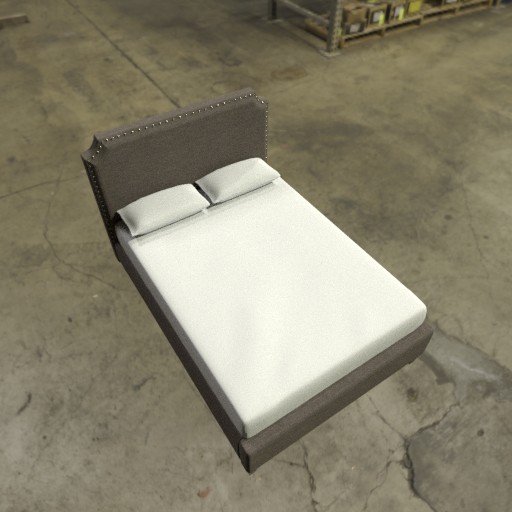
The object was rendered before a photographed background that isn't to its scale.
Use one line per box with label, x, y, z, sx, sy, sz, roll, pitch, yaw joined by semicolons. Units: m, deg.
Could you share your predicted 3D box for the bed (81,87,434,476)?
bed;0.000;0.000;3.515;1.713;1.457;2.381;-26;52;-22
